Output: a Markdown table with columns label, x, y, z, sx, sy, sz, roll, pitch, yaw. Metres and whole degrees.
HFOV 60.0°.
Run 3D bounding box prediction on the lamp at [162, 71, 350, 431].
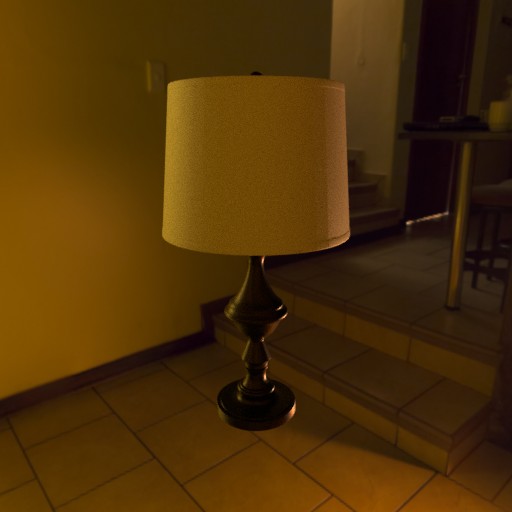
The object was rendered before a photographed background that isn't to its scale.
| label | x | y | z | sx | sy | sz | roll | pitch | yaw |
| --- | --- | --- | --- | --- | --- | --- | --- | --- | --- |
| lamp | 0.000 | 0.000 | 0.937 | 0.383 | 0.726 | 0.383 | 0 | 16 | 0 |
